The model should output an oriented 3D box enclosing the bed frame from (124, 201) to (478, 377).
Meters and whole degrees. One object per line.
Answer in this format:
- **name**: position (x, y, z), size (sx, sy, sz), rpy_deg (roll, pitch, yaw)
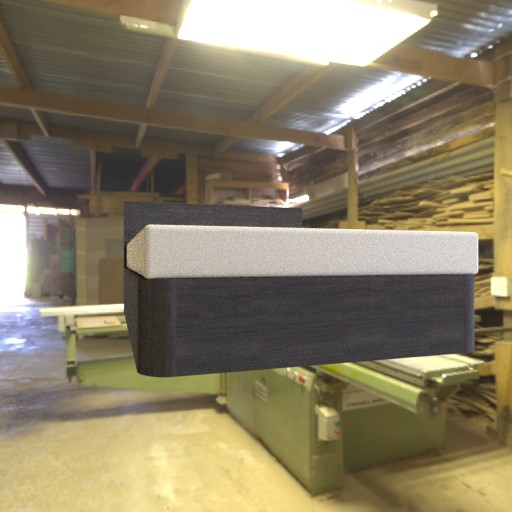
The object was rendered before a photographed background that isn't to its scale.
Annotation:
- **bed frame**: position (0.000, 0.000, 2.528), size (1.400, 0.800, 1.900), rpy_deg (0, 0, -18)
